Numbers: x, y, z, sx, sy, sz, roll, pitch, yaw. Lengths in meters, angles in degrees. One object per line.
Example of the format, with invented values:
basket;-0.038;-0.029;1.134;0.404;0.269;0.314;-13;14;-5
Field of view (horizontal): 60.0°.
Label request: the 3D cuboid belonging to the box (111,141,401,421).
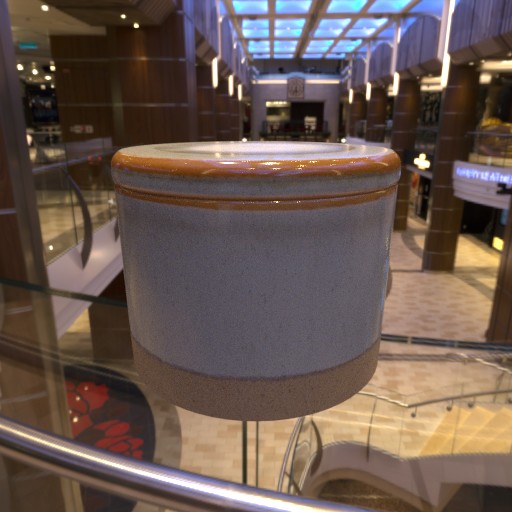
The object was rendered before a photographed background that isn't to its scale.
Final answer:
box;0.000;0.000;0.210;0.123;0.100;0.123;0;17;0
